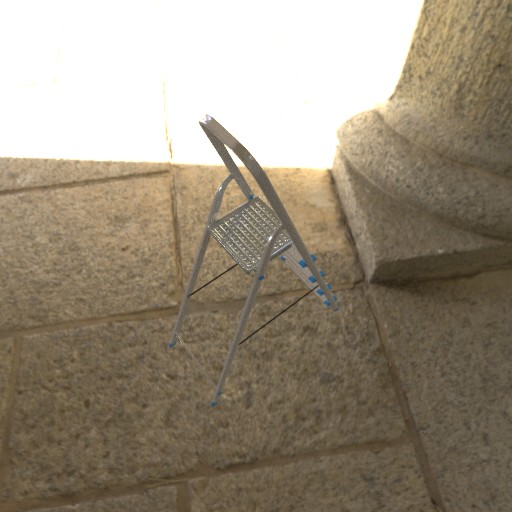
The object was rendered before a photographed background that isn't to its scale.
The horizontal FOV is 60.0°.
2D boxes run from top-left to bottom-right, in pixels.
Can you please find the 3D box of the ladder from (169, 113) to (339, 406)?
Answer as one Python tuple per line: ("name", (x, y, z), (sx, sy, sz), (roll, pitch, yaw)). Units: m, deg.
("ladder", (0.000, 0.000, 2.063), (0.990, 1.648, 0.468), (-34, 64, -19))
